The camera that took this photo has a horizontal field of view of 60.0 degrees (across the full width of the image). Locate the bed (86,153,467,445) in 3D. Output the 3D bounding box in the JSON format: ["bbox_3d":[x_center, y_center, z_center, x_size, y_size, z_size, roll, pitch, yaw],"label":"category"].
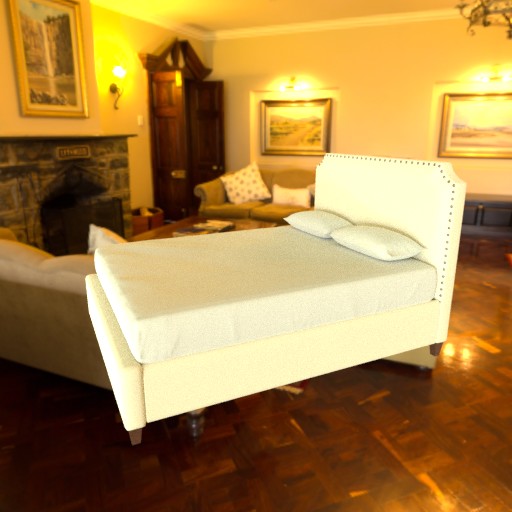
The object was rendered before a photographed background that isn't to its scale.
[{"bbox_3d":[0.000,0.000,3.364,2.329,1.415,1.703,-8,18,-25],"label":"bed"}]
